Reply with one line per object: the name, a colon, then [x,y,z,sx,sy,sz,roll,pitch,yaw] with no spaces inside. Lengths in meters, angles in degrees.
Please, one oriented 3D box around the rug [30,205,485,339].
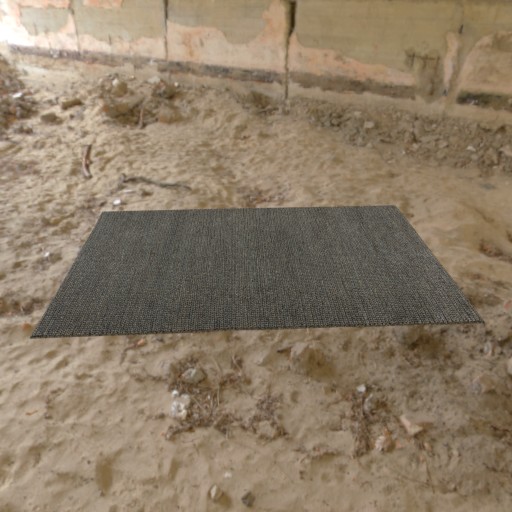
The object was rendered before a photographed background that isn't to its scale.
rug: [0.000,0.000,3.021,2.443,0.021,1.538,-2,31,-3]
